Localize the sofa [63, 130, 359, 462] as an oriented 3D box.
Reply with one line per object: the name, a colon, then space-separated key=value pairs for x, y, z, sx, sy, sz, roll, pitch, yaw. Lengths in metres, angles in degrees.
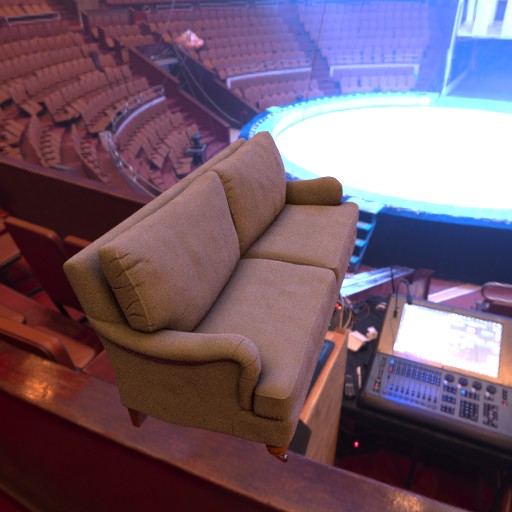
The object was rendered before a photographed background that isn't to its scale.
sofa: x=0.000 y=0.000 z=2.845 sx=1.069 sy=1.096 sz=2.193 roll=10 pitch=31 yaw=17
